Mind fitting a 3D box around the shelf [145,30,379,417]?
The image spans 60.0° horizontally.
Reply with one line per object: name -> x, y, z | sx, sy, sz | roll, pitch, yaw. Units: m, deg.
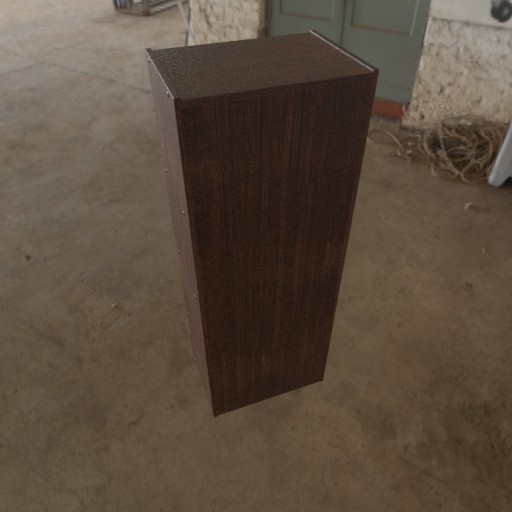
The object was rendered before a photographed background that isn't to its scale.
shelf -> 0.000, 0.000, 1.285 | 0.415, 1.099, 0.290 | -14, 44, -15
